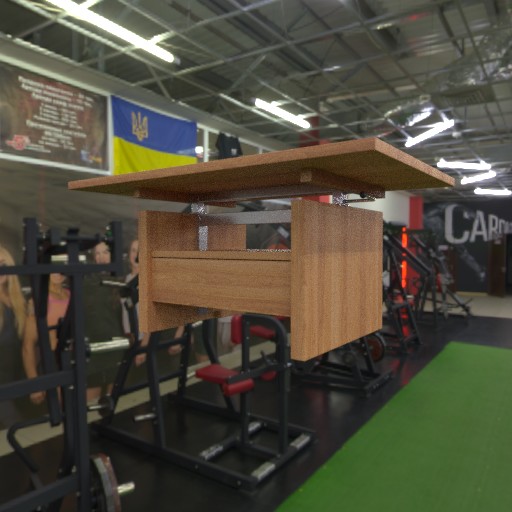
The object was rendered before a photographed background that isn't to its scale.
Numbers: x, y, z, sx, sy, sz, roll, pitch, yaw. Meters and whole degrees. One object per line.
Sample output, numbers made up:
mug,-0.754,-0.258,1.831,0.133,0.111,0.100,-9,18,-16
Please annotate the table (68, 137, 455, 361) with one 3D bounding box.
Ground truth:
table,0.000,0.000,1.499,1.100,0.510,0.700,1,2,36
